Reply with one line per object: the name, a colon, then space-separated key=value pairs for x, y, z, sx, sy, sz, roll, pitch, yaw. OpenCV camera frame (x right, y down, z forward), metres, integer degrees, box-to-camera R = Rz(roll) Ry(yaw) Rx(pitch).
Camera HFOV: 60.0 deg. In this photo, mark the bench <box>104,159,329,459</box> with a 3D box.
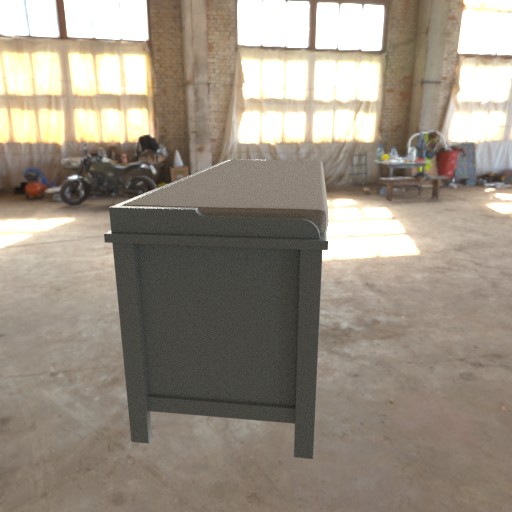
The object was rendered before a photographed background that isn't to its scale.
bench: x=0.000 y=0.000 z=1.368 sx=0.398 sy=0.501 sz=1.140 roll=2 pitch=17 yaw=7
